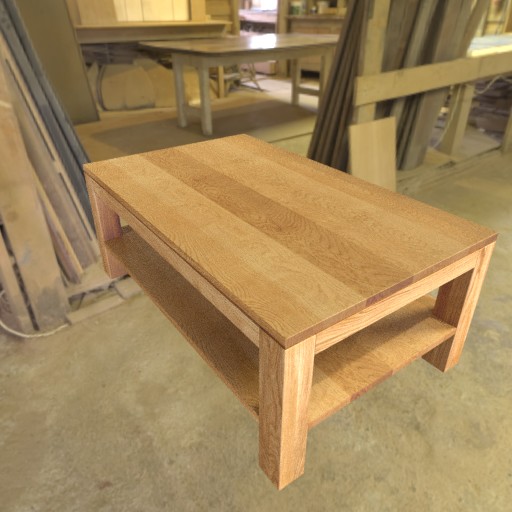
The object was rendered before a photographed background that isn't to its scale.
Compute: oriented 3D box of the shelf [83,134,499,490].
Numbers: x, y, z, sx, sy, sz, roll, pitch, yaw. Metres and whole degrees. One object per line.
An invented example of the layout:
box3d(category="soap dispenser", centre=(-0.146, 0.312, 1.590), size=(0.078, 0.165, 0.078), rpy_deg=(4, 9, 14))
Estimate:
box3d(category="shelf", centre=(0.000, 0.000, 1.471), size=(0.700, 0.450, 1.150), rpy_deg=(-20, 36, -30))
